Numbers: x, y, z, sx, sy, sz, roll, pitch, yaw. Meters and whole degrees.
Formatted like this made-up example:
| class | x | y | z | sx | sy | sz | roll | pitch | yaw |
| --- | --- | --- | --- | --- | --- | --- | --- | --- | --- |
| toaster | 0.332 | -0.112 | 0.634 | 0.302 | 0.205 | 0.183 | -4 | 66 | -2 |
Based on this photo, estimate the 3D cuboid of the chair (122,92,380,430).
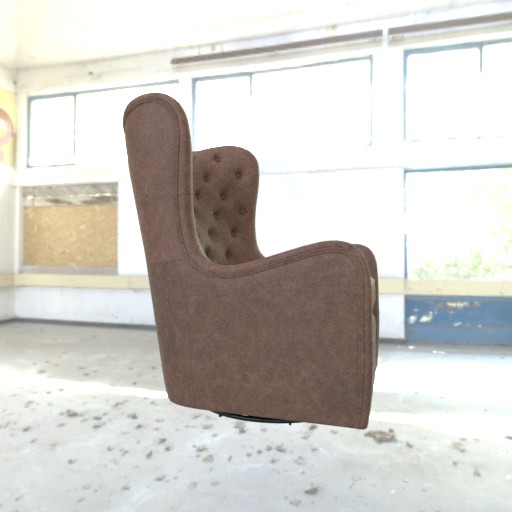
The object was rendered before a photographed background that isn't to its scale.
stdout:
| class | x | y | z | sx | sy | sz | roll | pitch | yaw |
| --- | --- | --- | --- | --- | --- | --- | --- | --- | --- |
| chair | 0.000 | 0.000 | 1.761 | 0.930 | 1.079 | 0.831 | 0 | 1 | 17 |
